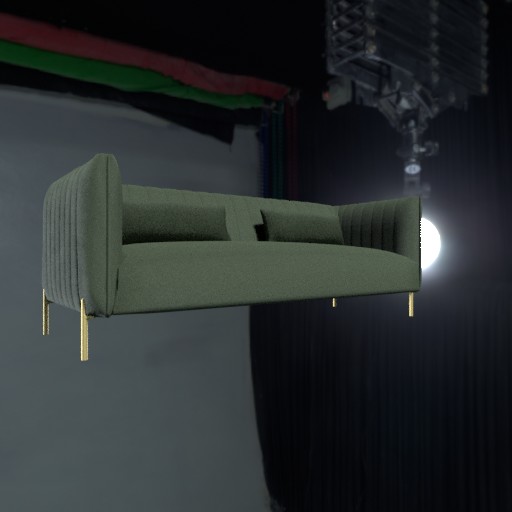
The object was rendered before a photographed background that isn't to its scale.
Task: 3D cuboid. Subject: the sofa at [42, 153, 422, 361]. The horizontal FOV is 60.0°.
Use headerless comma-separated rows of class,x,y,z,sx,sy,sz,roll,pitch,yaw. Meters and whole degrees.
sofa,0.000,0.000,2.563,2.137,0.793,0.896,0,0,-36
